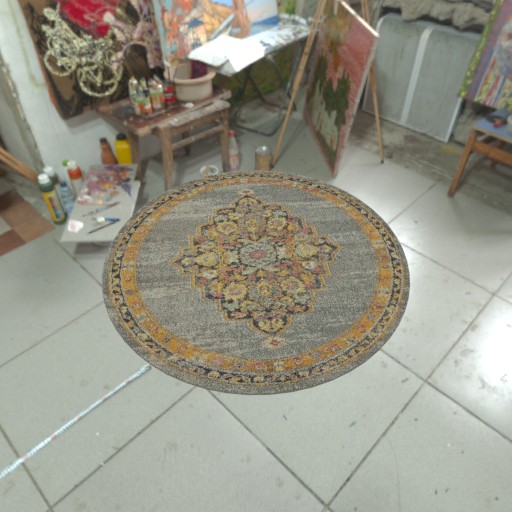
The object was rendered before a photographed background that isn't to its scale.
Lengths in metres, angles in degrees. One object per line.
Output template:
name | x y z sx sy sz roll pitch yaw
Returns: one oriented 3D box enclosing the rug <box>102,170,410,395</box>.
rug | 0.000 0.000 3.526 2.382 0.014 2.382 0 45 0
